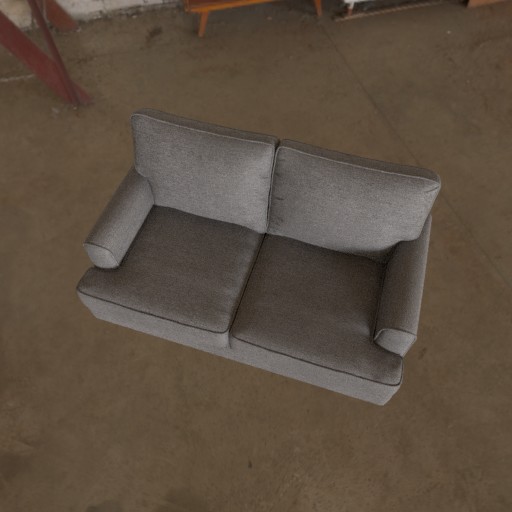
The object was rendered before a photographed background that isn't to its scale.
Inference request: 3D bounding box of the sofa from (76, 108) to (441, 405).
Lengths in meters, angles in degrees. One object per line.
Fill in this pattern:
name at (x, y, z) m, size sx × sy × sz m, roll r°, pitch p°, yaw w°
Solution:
sofa at (0.000, 0.000, 2.282) m, size 1.651 × 0.965 × 0.965 m, roll 15°, pitch 59°, yaw 9°
